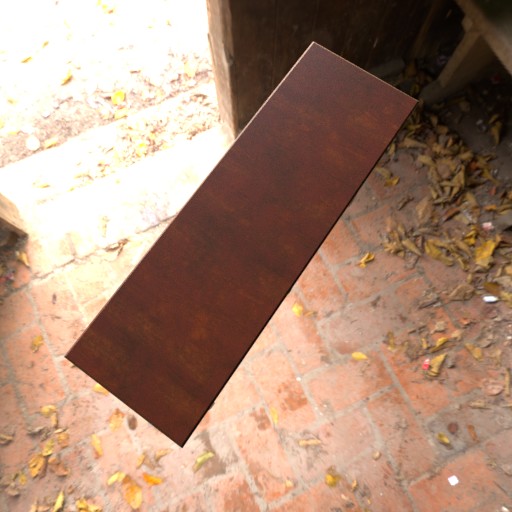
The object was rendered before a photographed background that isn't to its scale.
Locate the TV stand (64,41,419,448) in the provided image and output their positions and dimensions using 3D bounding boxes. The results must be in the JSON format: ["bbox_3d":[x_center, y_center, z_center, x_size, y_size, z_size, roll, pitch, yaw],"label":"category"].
[{"bbox_3d":[0.000,0.000,1.874,0.445,0.915,1.372,34,77,9],"label":"TV stand"}]
